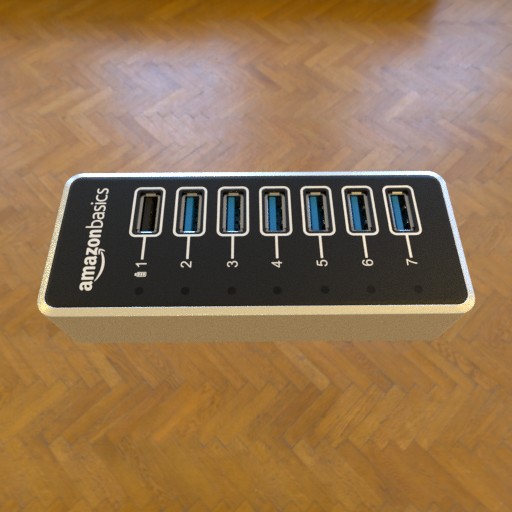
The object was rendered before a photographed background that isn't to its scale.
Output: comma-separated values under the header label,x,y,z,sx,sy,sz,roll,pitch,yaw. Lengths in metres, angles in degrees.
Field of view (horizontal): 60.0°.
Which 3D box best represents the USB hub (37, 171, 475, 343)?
label,x,y,z,sx,sy,sz,roll,pitch,yaw
USB hub,0.000,0.000,0.129,0.110,0.023,0.044,0,62,0
